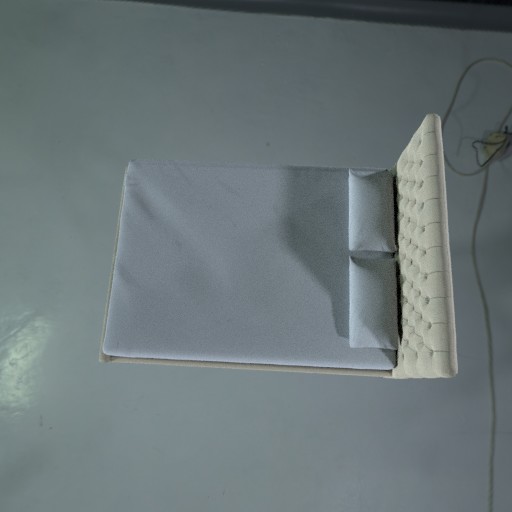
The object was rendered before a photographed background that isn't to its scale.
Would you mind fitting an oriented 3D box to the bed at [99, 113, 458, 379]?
[{"bbox_3d":[0.000,0.000,3.384,2.387,1.427,1.698,3,75,1],"label":"bed"}]
